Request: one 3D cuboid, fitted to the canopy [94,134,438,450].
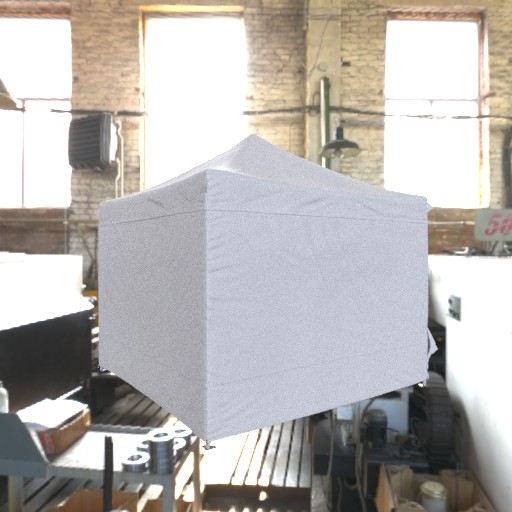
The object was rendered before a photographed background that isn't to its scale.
[{"bbox_3d":[0.000,0.000,5.509,3.121,2.997,3.043,0,1,-35],"label":"canopy"}]
